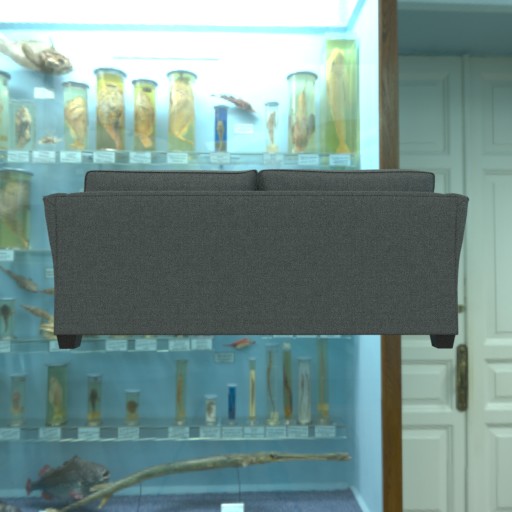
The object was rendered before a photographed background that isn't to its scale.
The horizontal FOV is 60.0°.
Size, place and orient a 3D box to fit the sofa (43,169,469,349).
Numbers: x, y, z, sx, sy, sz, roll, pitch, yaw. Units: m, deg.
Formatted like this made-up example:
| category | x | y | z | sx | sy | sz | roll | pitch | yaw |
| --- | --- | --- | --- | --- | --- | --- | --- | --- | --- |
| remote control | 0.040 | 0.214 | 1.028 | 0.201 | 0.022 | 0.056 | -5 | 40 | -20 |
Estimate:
| category | x | y | z | sx | sy | sz | roll | pitch | yaw |
| --- | --- | --- | --- | --- | --- | --- | --- | --- | --- |
| sofa | 0.000 | 0.000 | 2.760 | 2.203 | 0.976 | 1.013 | 0 | -2 | 0 |
